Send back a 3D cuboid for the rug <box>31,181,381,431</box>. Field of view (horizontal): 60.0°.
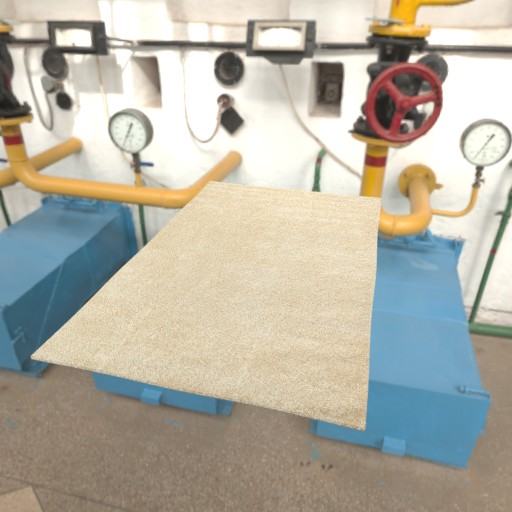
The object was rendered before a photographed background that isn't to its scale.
[{"bbox_3d":[0.000,0.000,2.842,1.500,0.025,2.346,8,31,13],"label":"rug"}]
